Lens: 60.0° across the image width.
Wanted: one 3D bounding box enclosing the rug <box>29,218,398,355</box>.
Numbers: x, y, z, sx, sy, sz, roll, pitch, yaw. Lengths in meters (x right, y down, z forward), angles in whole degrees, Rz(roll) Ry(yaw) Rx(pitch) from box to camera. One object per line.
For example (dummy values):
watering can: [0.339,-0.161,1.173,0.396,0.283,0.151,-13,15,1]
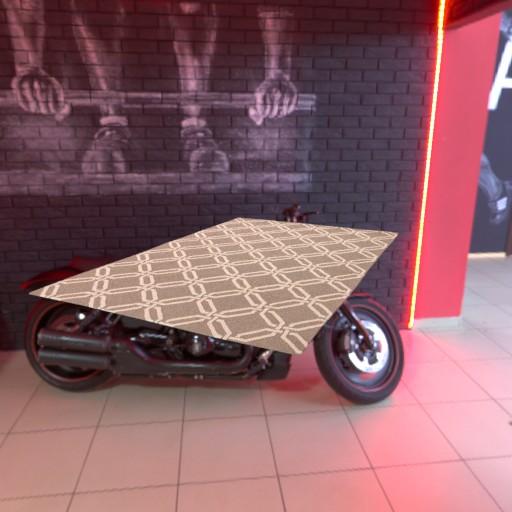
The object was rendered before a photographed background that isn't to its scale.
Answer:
rug: [0.000,0.000,2.244,1.142,0.010,1.748,8,17,25]
